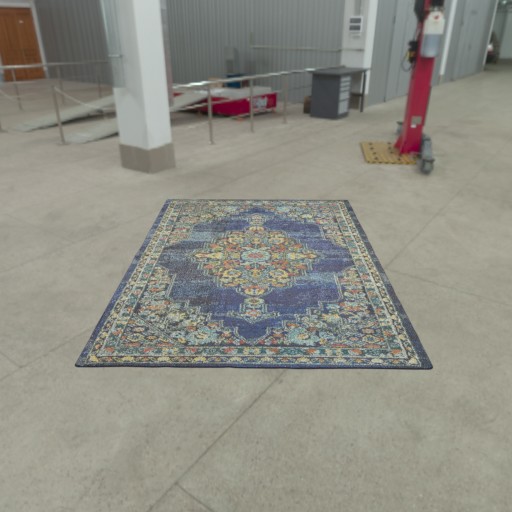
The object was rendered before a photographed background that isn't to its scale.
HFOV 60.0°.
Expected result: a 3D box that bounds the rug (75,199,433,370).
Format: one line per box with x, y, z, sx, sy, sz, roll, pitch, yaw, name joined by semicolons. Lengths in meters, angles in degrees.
0.000;0.000;2.986;1.630;0.009;2.232;0;27;1;rug
